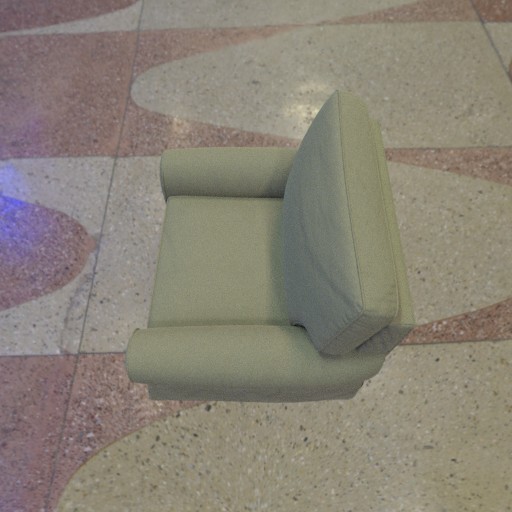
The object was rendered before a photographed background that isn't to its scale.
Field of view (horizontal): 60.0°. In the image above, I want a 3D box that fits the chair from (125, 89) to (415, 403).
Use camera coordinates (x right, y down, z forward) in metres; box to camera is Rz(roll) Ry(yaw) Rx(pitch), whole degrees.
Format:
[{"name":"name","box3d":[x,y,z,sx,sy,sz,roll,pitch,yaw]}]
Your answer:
[{"name":"chair","box3d":[0.000,0.000,1.886,0.988,1.017,1.135,1,58,1]}]
